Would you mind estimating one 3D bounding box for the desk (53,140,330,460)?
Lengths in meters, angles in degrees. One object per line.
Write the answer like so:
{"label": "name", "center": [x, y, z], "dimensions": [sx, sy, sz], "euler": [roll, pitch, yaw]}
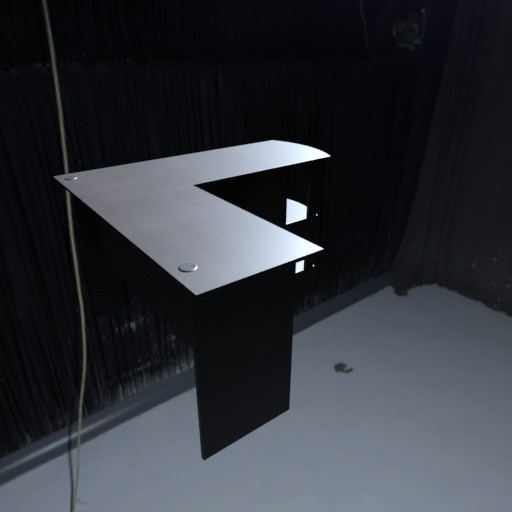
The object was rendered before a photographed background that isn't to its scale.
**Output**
{"label": "desk", "center": [0.000, 0.000, 2.105], "dimensions": [1.361, 0.716, 1.303], "euler": [-19, 32, -33]}
